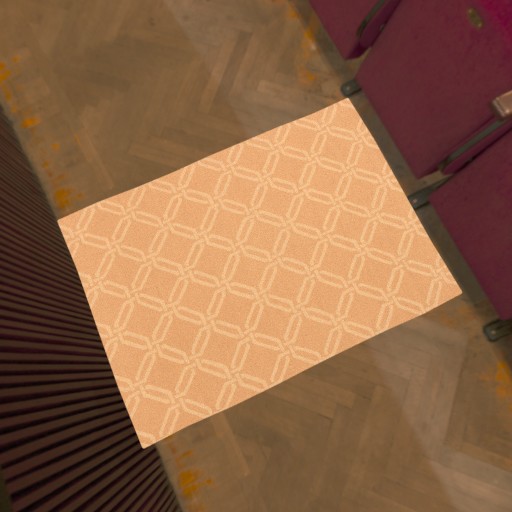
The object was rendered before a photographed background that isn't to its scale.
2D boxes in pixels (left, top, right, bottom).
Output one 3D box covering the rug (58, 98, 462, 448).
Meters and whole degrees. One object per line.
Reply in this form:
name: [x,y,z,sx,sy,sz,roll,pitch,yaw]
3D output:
rug: [0.000,0.000,2.793,2.135,0.013,1.524,-24,77,-6]
